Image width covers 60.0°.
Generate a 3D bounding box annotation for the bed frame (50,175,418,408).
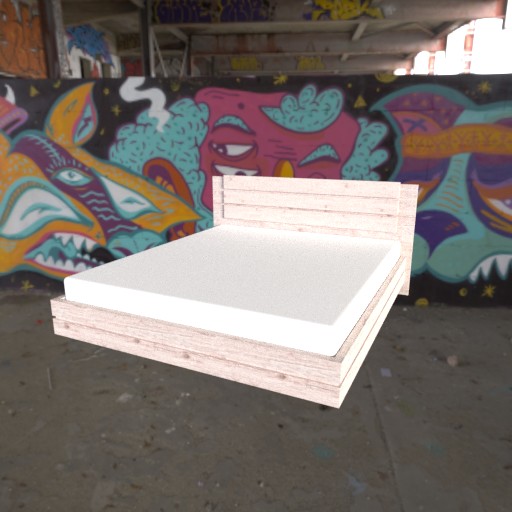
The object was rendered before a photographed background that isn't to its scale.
[{"bbox_3d":[0.000,0.000,3.257,1.950,0.970,2.080,7,16,25],"label":"bed frame"}]
